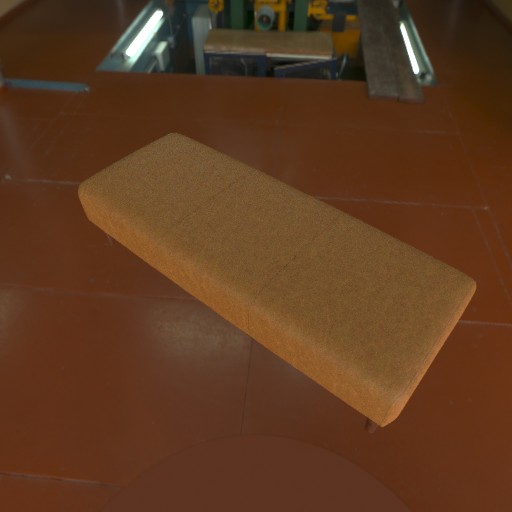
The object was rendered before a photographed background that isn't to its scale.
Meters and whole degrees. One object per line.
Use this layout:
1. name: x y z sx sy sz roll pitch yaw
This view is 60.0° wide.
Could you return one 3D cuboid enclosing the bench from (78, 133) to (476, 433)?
1. bench: 0.000 0.000 1.911 1.610 0.399 0.653 31 54 26
